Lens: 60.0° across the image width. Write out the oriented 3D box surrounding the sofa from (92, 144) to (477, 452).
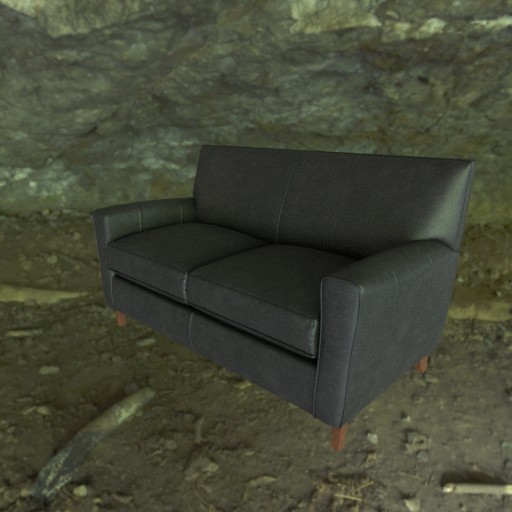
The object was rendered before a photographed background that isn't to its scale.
[{"bbox_3d":[0.000,0.000,1.938,1.473,0.871,0.787,15,23,41],"label":"sofa"}]
